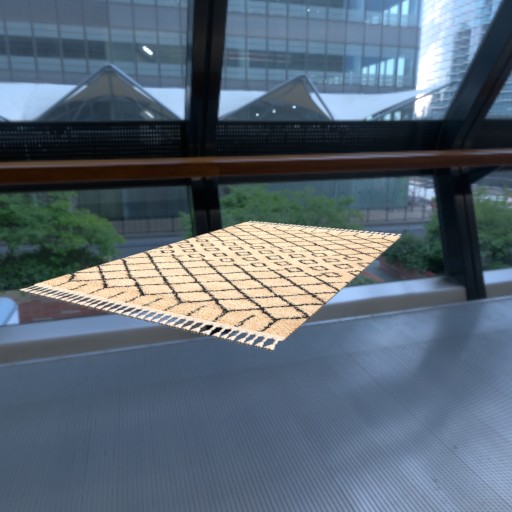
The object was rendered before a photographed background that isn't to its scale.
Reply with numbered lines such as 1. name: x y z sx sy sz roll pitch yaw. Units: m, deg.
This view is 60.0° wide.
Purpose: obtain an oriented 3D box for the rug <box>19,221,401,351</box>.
1. rug: 0.000 0.000 2.440 1.196 0.008 2.006 7 16 27
